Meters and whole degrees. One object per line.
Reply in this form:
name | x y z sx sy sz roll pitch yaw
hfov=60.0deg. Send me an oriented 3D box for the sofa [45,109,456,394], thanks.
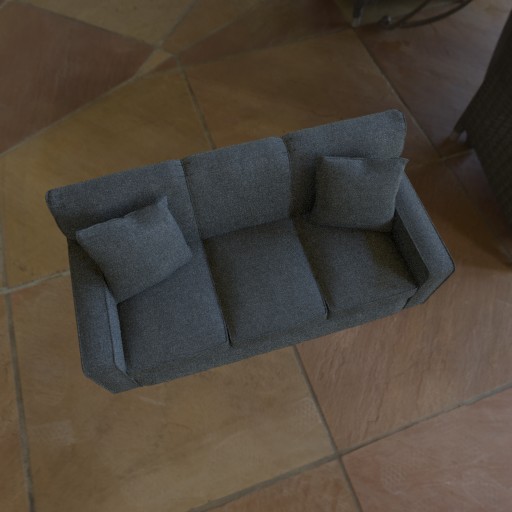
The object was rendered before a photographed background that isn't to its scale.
sofa | 0.000 0.000 2.600 2.024 0.958 0.997 -15 64 -7
